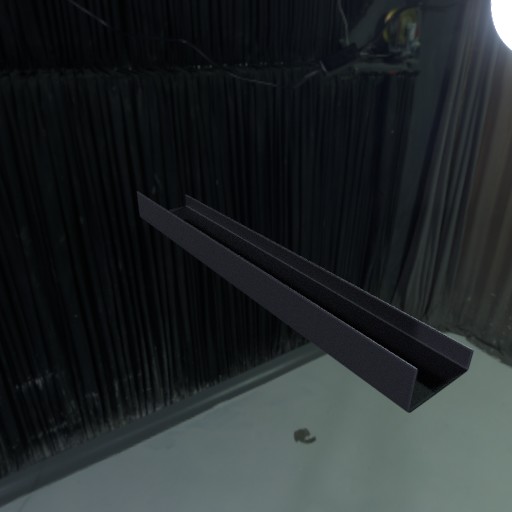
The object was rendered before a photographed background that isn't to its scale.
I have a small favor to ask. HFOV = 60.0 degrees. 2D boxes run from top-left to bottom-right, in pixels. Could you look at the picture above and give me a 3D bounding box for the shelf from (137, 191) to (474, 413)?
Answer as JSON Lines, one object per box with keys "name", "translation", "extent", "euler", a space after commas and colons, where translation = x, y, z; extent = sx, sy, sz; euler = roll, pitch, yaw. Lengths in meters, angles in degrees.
{"name": "shelf", "translation": [0.000, 0.000, 0.638], "extent": [0.102, 0.053, 0.605], "euler": [-18, 32, -32]}
